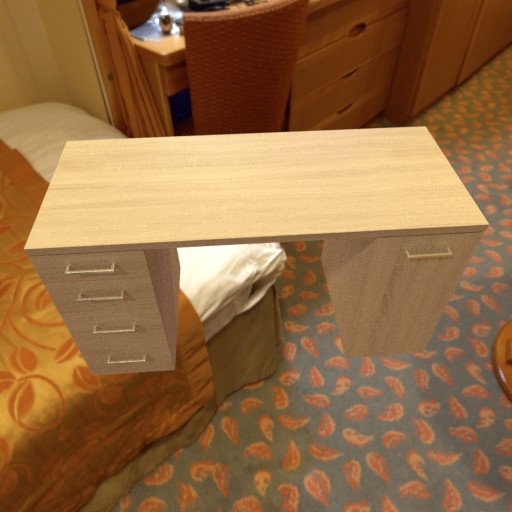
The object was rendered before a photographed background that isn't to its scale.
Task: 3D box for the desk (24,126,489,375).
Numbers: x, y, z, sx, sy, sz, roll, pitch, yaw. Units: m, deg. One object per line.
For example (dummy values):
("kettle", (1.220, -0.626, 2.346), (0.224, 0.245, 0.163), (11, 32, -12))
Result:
("desk", (0.000, 0.000, 1.769), (1.390, 0.740, 0.600), (-3, 47, -3))
